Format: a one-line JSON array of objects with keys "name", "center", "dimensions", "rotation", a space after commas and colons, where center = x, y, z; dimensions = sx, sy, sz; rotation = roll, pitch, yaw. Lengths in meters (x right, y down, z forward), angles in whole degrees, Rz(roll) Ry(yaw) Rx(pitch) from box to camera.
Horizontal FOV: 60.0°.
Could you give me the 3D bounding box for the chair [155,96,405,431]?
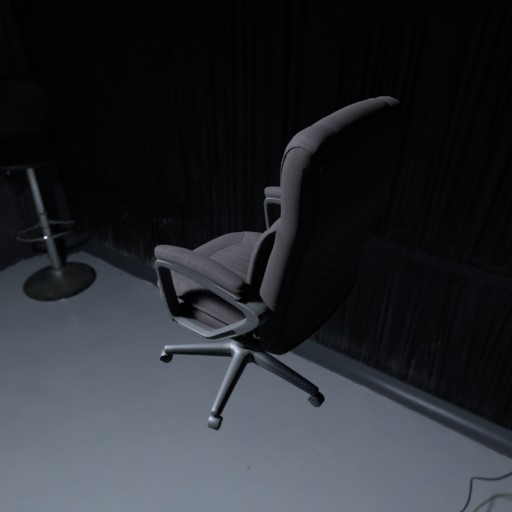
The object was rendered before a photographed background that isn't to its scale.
[{"name": "chair", "center": [0.000, 0.000, 1.535], "dimensions": [0.724, 1.105, 0.667], "rotation": [22, 38, 31]}]
